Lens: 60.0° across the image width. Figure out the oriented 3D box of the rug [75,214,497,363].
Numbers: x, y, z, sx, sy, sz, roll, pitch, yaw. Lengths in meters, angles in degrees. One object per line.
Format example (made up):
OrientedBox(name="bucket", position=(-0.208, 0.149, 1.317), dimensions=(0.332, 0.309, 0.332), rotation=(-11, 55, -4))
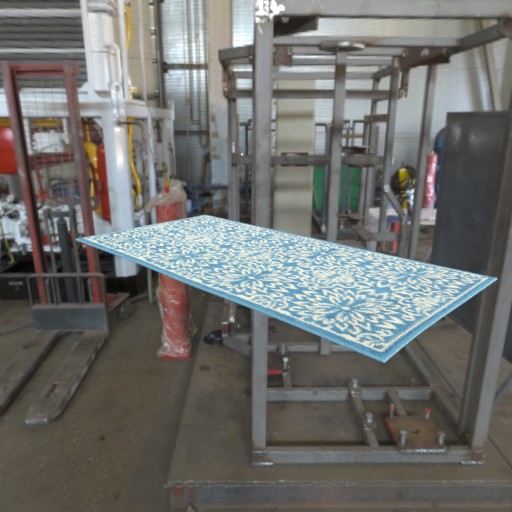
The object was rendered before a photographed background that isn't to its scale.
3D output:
OrientedBox(name="rug", position=(0.000, 0.000, 1.387), dimensions=(1.219, 0.007, 0.604), rotation=(16, 23, 42))
